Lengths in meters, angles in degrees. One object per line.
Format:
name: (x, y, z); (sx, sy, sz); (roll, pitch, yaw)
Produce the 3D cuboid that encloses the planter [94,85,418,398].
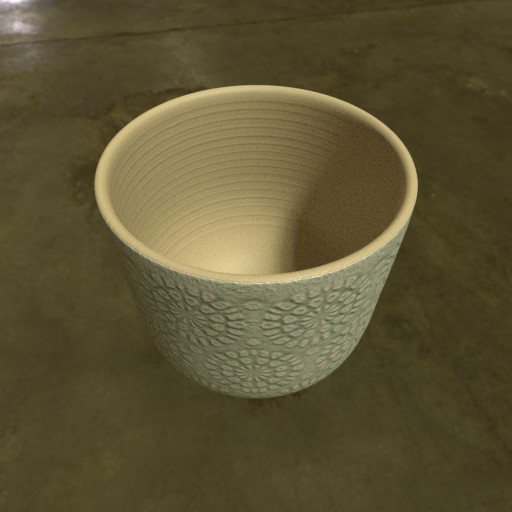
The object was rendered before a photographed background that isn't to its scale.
planter: (0.000, 0.000, 0.294); (0.169, 0.153, 0.169); (0, 48, 0)
